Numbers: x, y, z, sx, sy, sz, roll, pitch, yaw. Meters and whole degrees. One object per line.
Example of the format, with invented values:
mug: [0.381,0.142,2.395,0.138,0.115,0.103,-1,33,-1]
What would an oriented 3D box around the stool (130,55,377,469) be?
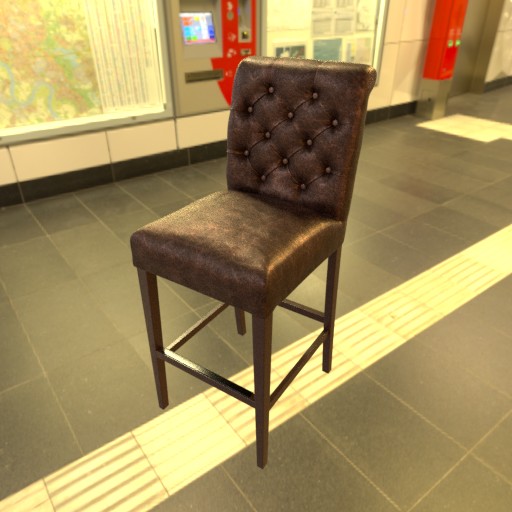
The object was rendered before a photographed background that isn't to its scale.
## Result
stool: [0.000,0.000,1.492,0.483,1.168,0.659,18,35,28]
